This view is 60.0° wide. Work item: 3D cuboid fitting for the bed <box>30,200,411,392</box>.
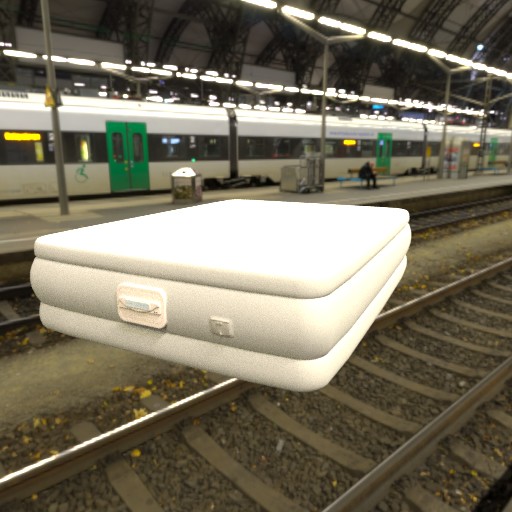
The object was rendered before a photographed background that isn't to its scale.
[{"bbox_3d":[0.000,0.000,2.601,1.520,0.460,2.036,7,15,26],"label":"bed"}]
